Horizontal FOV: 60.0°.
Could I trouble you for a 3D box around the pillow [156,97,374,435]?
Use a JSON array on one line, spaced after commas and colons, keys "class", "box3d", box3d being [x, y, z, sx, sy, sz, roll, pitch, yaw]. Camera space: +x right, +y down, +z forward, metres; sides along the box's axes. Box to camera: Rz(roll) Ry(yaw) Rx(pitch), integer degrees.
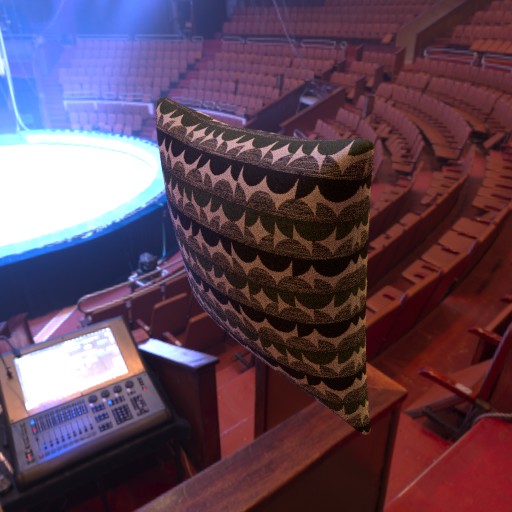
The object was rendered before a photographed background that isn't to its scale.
[{"class": "pillow", "box3d": [0.000, 0.000, 0.643, 0.180, 0.404, 0.419, -19, 32, -33]}]
